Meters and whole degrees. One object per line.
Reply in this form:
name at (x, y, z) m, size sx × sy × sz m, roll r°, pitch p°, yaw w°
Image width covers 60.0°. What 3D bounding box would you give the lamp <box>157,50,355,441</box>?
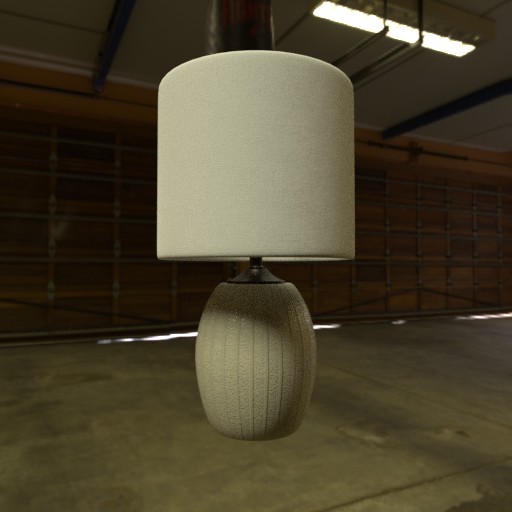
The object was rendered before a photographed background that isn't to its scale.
lamp at (0.000, 0.000, 0.755) m, size 0.329 × 0.570 × 0.329 m, roll -1°, pitch -2°, yaw 19°
